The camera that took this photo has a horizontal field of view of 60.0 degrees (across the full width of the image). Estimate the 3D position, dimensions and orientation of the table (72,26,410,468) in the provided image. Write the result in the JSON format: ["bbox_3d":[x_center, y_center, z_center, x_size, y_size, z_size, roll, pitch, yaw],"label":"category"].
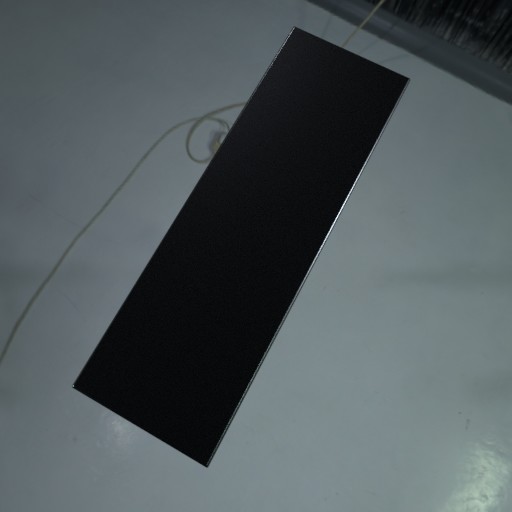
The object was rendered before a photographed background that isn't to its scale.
[{"bbox_3d":[0.000,0.000,1.580,0.386,0.819,1.191,28,78,7],"label":"table"}]
